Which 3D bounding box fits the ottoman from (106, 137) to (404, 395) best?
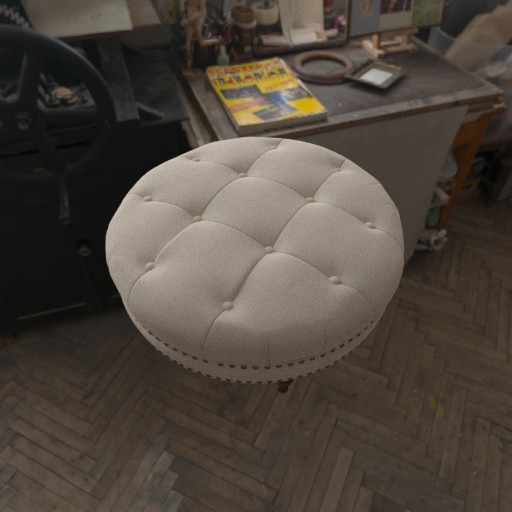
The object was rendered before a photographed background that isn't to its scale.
[{"bbox_3d":[0.000,0.000,1.520,0.940,0.483,0.940,0,47,0],"label":"ottoman"}]
